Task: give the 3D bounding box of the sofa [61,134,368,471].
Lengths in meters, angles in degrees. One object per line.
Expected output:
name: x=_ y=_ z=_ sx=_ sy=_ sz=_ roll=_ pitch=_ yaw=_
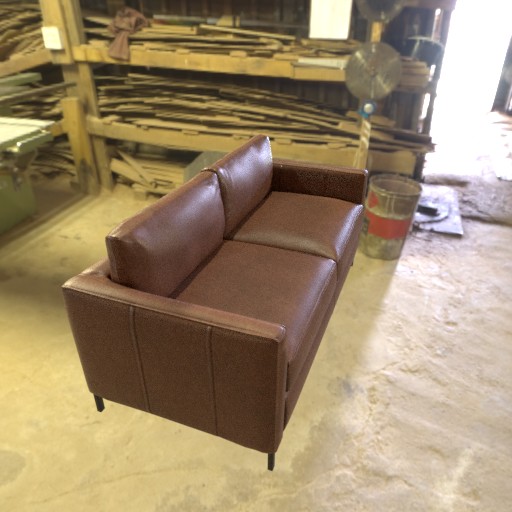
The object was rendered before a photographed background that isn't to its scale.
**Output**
sofa: x=0.000 y=0.000 z=2.319 sx=0.899 sy=0.883 sz=1.797 roll=11 pitch=31 yaw=18
